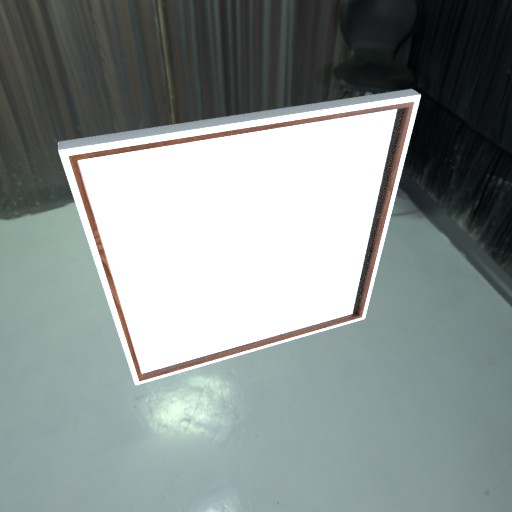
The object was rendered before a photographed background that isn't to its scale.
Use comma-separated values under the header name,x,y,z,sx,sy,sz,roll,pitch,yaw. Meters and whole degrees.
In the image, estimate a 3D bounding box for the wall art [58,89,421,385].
name,x,y,z,sx,sy,sz,roll,pitch,yaw
wall art,0.000,0.000,1.526,1.009,1.009,0.049,-13,43,-14
